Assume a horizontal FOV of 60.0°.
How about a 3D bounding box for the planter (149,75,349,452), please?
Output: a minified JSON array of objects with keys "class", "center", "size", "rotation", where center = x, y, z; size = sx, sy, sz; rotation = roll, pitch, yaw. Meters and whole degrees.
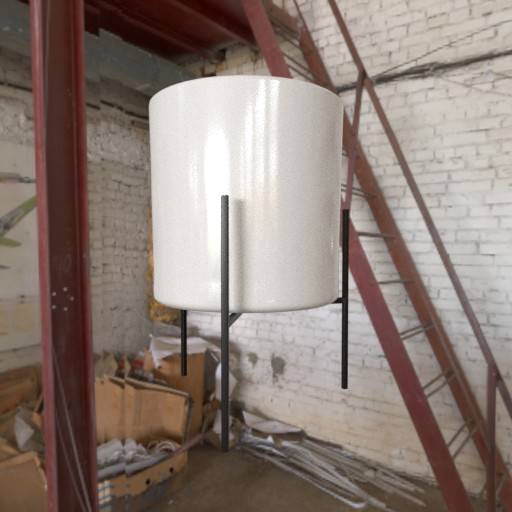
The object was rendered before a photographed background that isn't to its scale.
[{"class":"planter","center":[0.000,0.000,0.662],"size":[0.308,0.431,0.307],"rotation":[-1,2,-18]}]
